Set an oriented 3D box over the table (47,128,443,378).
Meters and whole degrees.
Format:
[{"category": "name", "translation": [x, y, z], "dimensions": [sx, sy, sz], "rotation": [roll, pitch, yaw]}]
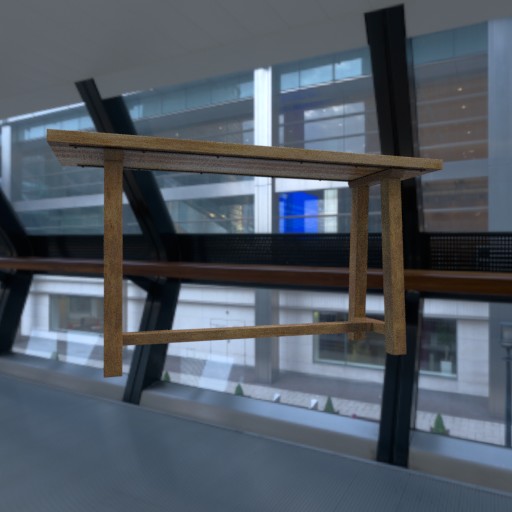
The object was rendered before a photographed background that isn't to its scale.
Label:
[{"category": "table", "translation": [0.000, 0.000, 1.832], "dimensions": [1.524, 0.810, 0.405], "rotation": [0, 0, -18]}]
